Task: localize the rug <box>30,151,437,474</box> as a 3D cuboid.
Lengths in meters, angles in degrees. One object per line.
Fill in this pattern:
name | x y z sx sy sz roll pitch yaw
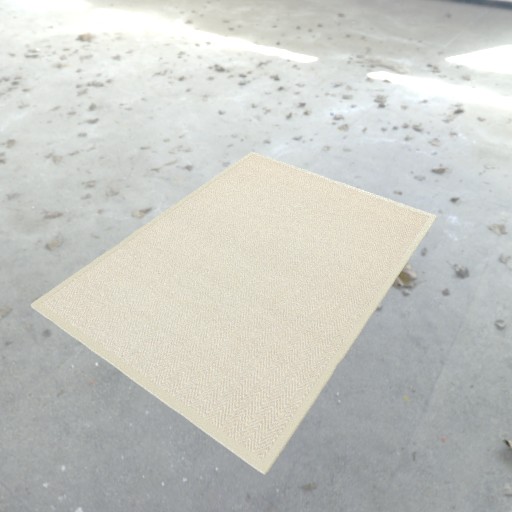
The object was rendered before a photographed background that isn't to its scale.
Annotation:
rug | 0.000 0.000 4.769 2.734 0.037 3.659 25 48 25
